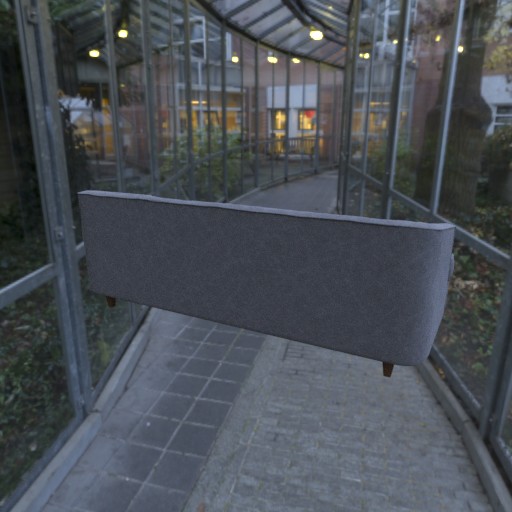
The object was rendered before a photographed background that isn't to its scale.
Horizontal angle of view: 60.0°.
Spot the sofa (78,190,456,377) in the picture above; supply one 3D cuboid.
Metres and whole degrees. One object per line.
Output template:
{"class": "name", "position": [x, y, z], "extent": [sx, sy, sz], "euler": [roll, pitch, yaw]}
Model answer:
{"class": "sofa", "position": [0.000, 0.000, 2.796], "extent": [2.247, 0.806, 0.917], "euler": [9, 19, 26]}
